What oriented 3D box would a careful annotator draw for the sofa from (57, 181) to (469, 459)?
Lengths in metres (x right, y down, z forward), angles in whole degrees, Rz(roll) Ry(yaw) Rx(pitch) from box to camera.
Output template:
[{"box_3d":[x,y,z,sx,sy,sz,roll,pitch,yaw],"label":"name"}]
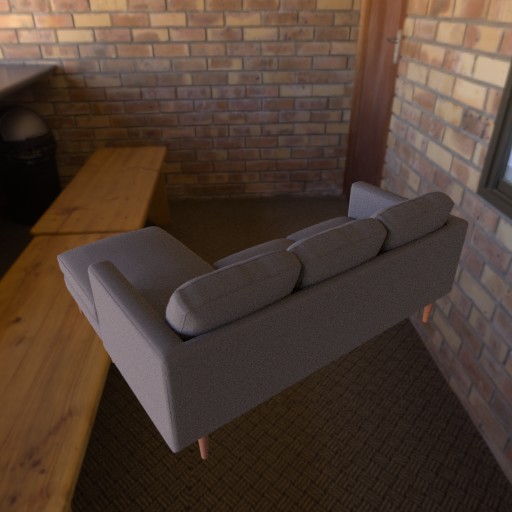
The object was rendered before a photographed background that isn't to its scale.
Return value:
[{"box_3d":[0.000,0.000,2.813,2.031,0.897,1.591,-20,36,-31],"label":"sofa"}]
